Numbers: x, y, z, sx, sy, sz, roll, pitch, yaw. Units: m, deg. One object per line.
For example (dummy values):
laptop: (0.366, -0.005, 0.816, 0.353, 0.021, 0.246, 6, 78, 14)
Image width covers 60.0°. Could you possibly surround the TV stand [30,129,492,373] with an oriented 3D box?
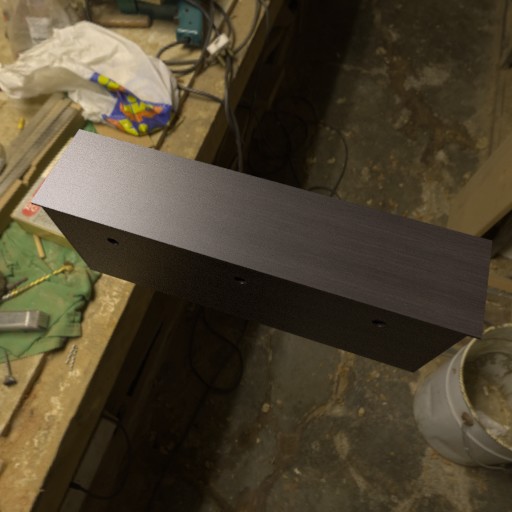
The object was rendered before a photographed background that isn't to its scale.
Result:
TV stand: (0.000, 0.000, 2.014, 1.778, 0.610, 0.406, 17, 64, 8)
